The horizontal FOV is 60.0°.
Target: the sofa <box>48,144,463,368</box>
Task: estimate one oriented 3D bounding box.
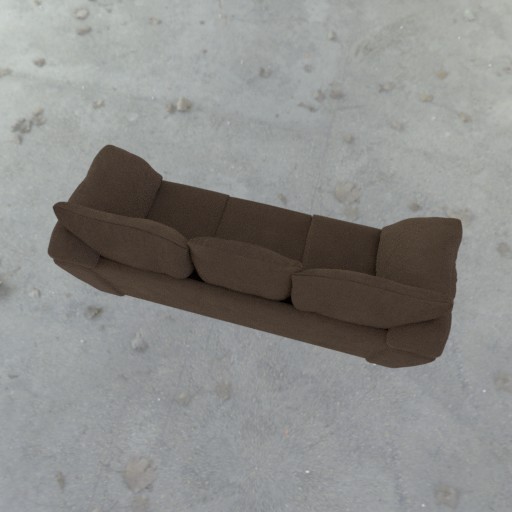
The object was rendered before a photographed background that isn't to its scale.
[{"bbox_3d":[0.000,0.000,2.815,2.336,1.015,0.878,14,65,7],"label":"sofa"}]
